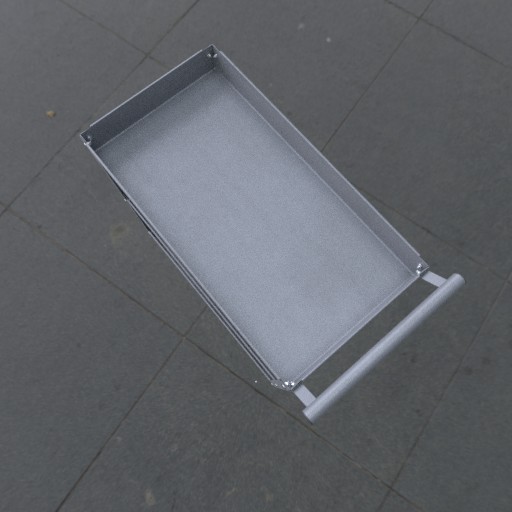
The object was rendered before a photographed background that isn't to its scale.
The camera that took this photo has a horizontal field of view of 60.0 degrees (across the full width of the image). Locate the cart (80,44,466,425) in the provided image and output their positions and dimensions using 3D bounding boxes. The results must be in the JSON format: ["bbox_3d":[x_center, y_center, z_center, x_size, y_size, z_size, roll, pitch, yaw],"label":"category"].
[{"bbox_3d":[0.000,0.000,1.189,0.366,0.780,0.719,-39,78,-10],"label":"cart"}]
